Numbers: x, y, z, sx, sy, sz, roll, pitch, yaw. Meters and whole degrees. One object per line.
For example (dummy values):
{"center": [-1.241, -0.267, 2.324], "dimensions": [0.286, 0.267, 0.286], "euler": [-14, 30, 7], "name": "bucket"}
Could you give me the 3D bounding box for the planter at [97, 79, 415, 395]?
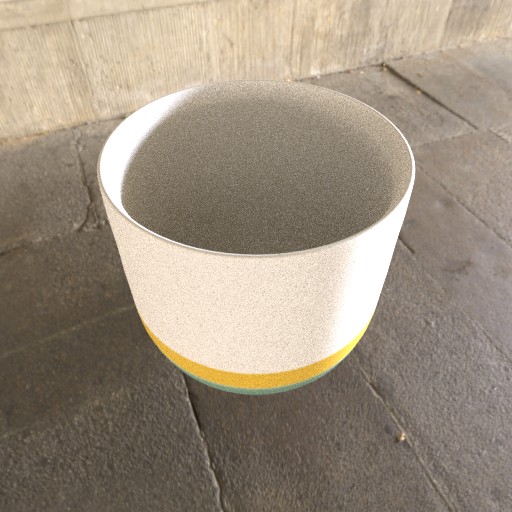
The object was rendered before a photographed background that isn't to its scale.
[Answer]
{"center": [0.000, 0.000, 0.477], "dimensions": [0.268, 0.270, 0.268], "euler": [0, 46, 0], "name": "planter"}
